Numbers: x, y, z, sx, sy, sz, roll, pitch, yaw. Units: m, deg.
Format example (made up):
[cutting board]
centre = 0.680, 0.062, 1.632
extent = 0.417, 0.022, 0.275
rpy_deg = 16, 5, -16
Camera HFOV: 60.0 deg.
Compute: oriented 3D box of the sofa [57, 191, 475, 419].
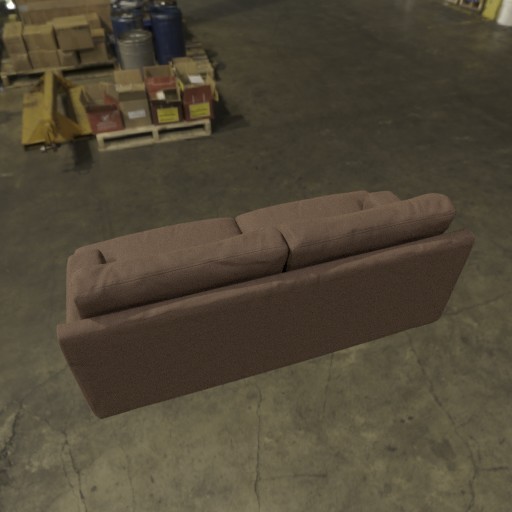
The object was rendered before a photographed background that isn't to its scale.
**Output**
[sofa]
centre = 0.000, 0.000, 2.813
extent = 2.274, 0.950, 1.140
rpy_deg = -13, 44, -14
